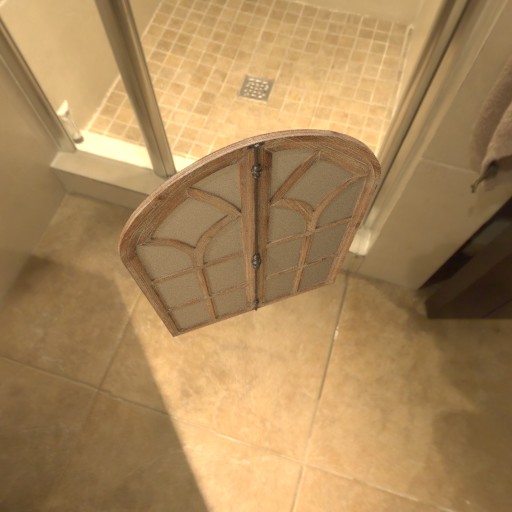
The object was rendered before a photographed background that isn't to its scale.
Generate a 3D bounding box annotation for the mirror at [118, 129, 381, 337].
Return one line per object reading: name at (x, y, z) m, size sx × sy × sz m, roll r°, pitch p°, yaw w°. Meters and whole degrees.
mirror at (0.000, 0.000, 1.166) m, size 0.609 × 0.915 × 0.032 m, roll -18°, pitch 67°, yaw -8°
